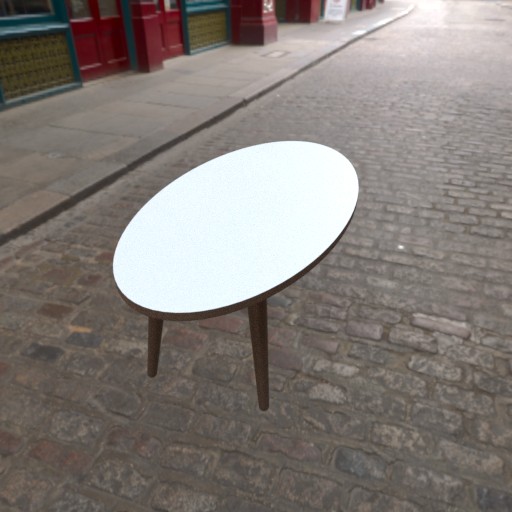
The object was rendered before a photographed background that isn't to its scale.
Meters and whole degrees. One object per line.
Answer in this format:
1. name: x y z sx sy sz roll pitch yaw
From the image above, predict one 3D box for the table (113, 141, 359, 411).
1. table: 0.000 0.000 1.335 0.542 0.390 1.083 11 33 17
